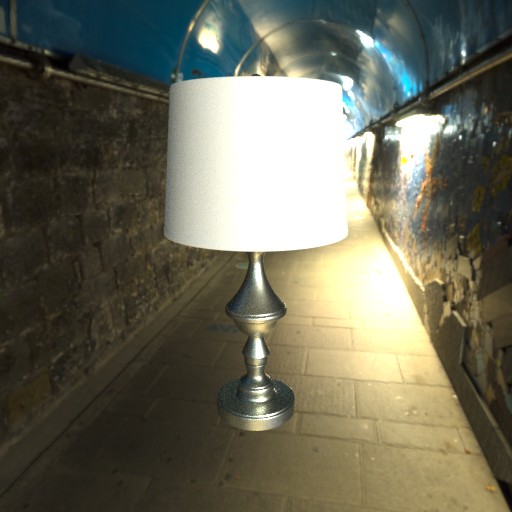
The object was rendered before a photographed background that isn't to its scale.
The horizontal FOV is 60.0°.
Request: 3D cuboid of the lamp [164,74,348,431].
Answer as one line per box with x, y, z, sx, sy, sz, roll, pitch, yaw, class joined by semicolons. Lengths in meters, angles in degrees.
0.000;0.000;0.955;0.383;0.733;0.383;0;14;0;lamp
